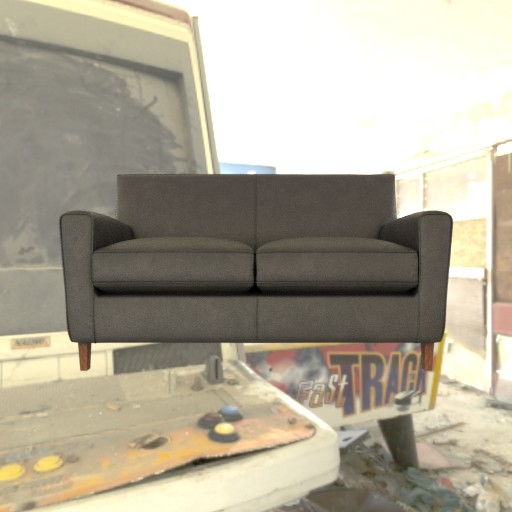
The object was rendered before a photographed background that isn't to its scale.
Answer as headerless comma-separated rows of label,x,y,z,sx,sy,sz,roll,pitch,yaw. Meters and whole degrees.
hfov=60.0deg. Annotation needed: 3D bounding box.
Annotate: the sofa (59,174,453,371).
sofa,0.000,0.000,2.006,1.473,0.871,0.787,0,0,0
